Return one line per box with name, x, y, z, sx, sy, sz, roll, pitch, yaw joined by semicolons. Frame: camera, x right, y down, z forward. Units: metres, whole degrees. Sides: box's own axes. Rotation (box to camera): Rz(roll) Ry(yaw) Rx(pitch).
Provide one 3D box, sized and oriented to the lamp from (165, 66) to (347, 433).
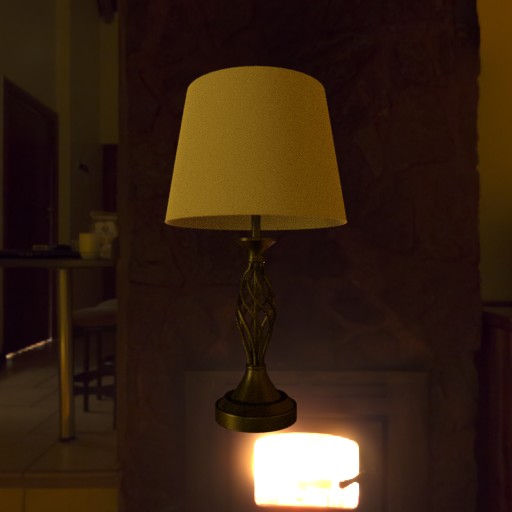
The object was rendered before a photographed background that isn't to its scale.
lamp;0.000;0.000;0.819;0.331;0.594;0.331;0;-1;0
